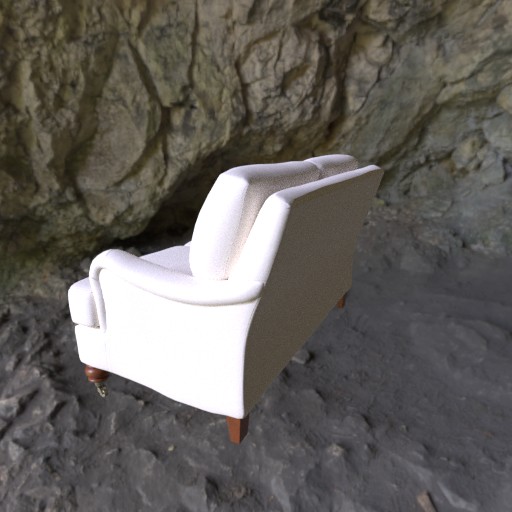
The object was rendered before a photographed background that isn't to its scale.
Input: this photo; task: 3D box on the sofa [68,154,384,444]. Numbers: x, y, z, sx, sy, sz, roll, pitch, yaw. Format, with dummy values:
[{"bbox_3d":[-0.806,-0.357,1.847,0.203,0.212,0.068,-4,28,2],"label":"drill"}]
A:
[{"bbox_3d":[0.000,0.000,2.546,1.084,1.101,1.853,7,17,24],"label":"sofa"}]
